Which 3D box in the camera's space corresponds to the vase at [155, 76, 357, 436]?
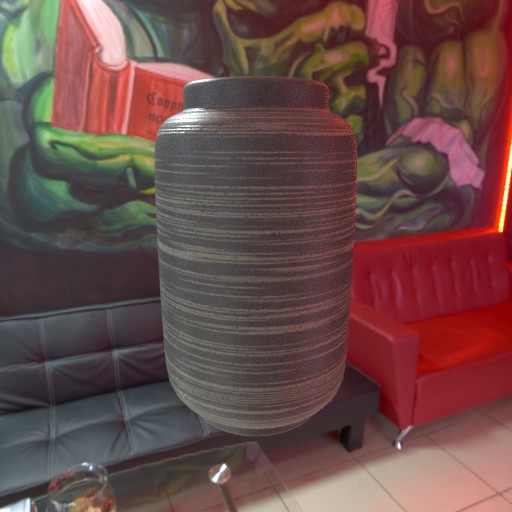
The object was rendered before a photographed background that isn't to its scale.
[{"bbox_3d":[0.000,0.000,0.691,0.297,0.499,0.297,0,15,0],"label":"vase"}]
